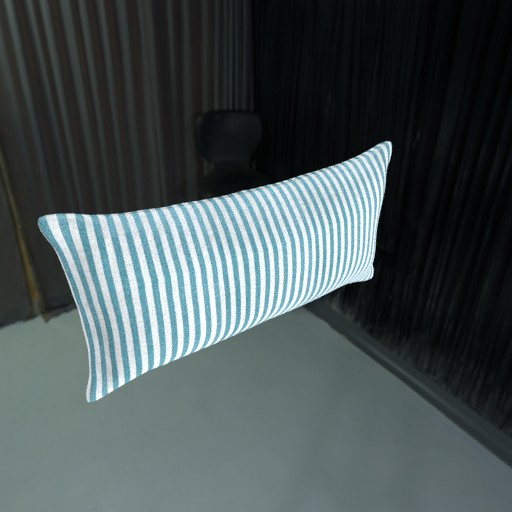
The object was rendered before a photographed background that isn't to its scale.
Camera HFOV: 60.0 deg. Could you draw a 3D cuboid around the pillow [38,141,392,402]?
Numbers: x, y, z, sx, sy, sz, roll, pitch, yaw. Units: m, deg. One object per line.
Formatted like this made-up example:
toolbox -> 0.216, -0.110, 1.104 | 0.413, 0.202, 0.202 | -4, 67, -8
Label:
pillow -> 0.000, 0.000, 0.735 | 0.617, 0.295, 0.151 | -19, 34, -31
